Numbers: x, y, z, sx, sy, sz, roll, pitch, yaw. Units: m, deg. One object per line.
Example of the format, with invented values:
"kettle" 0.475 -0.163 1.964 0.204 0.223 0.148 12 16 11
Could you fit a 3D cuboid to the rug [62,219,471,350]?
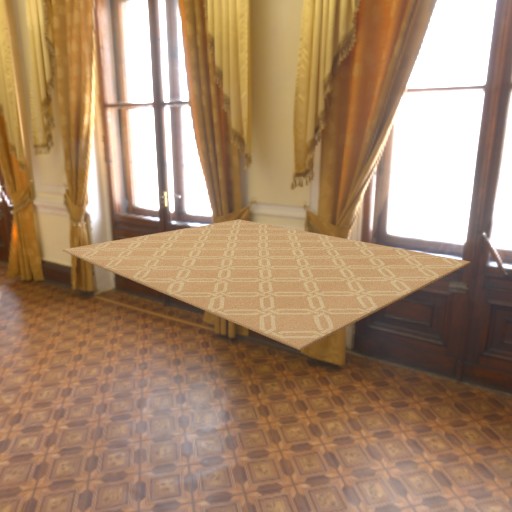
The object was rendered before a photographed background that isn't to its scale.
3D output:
"rug" 0.000 0.000 3.981 2.895 0.018 2.288 14 21 43
